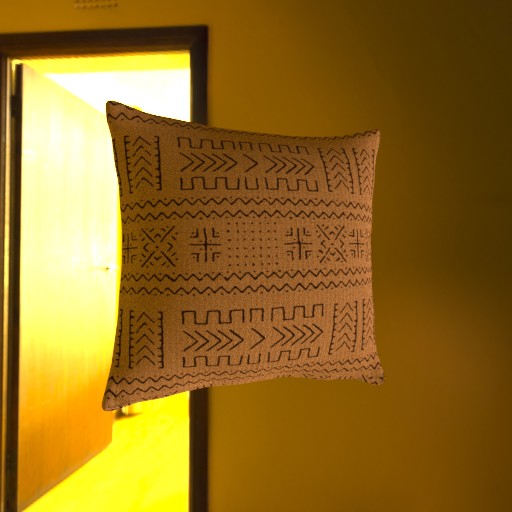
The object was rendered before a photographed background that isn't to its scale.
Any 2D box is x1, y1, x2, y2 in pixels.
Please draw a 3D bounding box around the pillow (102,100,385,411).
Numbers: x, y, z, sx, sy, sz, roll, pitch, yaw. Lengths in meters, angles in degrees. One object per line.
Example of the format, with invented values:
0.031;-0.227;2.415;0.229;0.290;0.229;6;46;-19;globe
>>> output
0.000;0.000;0.671;0.438;0.430;0.164;0;-1;-16;pillow
